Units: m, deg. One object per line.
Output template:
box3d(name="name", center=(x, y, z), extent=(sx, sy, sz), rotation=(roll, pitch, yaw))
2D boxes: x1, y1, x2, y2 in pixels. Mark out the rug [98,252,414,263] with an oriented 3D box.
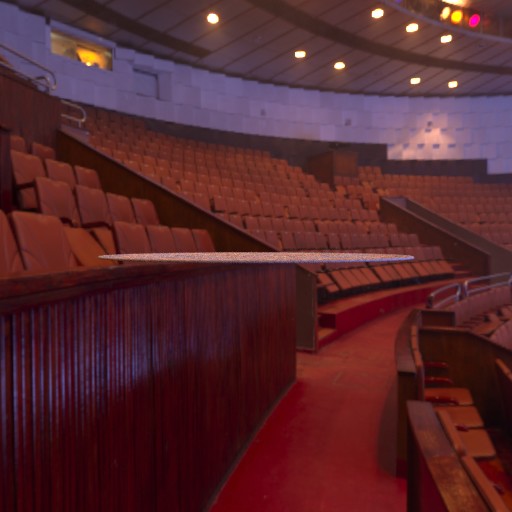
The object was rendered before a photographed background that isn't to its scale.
box3d(name="rug", center=(0.000, 0.000, 3.543), extent=(2.382, 0.014, 2.382), rotation=(0, 1, 0))
